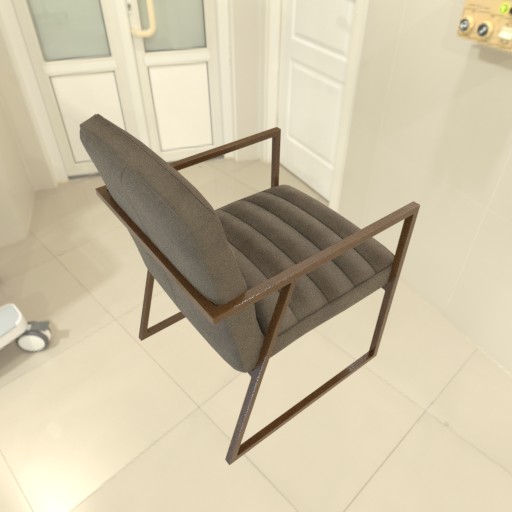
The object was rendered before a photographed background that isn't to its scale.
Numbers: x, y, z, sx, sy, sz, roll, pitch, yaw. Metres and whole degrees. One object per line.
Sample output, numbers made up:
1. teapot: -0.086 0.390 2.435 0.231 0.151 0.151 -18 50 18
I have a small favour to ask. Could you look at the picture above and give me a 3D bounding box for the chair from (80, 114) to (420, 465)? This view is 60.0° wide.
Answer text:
1. chair: 0.000 0.000 1.296 0.682 0.843 0.578 -26 47 -27
